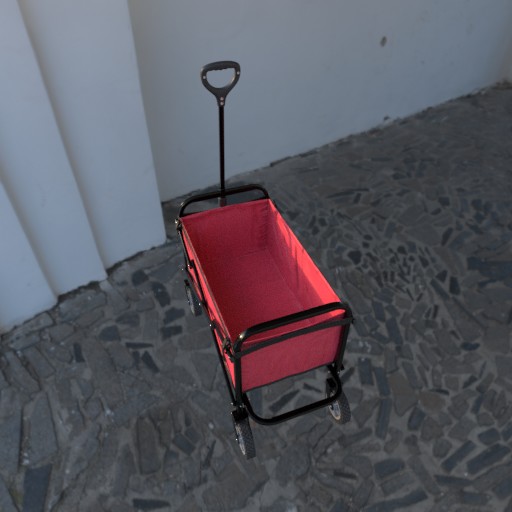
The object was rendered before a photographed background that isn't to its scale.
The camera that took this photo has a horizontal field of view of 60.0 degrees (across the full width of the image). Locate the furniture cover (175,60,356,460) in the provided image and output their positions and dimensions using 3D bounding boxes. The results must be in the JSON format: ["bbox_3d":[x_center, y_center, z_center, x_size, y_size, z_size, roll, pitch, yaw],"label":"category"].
[{"bbox_3d":[0.000,0.000,1.798,0.532,1.295,1.038,-14,44,-15],"label":"furniture cover"}]
